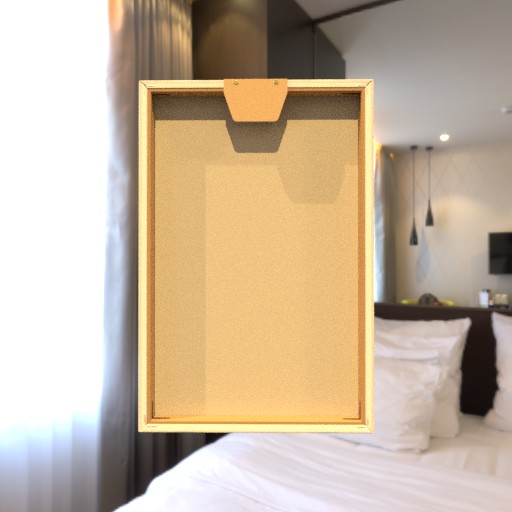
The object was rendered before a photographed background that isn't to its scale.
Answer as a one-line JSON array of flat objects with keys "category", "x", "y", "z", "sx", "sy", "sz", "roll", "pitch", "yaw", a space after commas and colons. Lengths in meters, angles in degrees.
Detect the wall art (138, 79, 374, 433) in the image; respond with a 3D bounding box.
[{"category": "wall art", "x": 0.000, "y": 0.000, "z": 1.148, "sx": 0.602, "sy": 0.902, "sz": 0.048, "roll": 0, "pitch": 0, "yaw": 1}]
